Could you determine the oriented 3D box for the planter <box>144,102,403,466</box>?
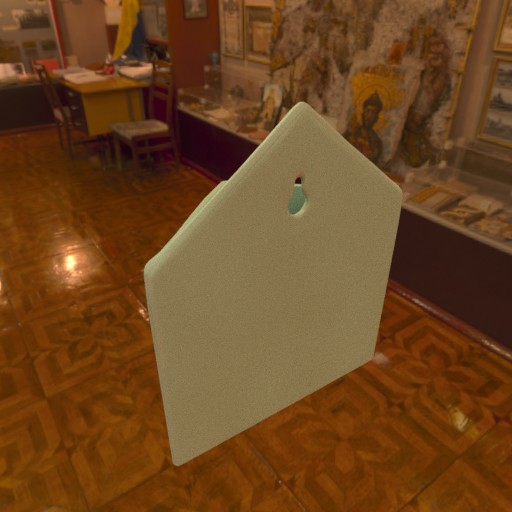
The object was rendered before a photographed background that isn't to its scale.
[{"bbox_3d":[0.000,0.000,0.274,0.164,0.197,0.079,-19,36,-28],"label":"planter"}]
